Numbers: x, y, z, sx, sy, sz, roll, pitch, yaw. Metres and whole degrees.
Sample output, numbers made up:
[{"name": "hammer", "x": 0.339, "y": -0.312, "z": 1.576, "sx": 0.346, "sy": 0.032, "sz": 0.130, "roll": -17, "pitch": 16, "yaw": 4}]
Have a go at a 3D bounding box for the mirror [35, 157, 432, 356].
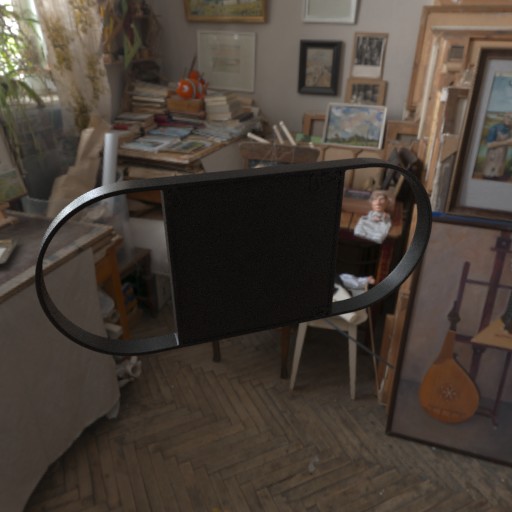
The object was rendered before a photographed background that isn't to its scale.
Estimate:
[{"name": "mirror", "x": 0.000, "y": 0.000, "z": 0.646, "sx": 0.584, "sy": 0.254, "sz": 0.032, "roll": -9, "pitch": 29, "yaw": -16}]
